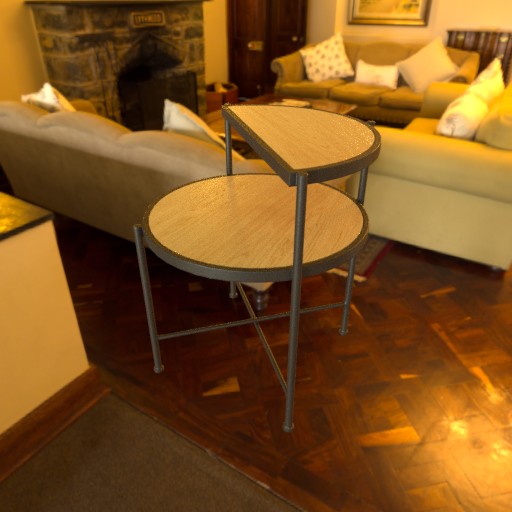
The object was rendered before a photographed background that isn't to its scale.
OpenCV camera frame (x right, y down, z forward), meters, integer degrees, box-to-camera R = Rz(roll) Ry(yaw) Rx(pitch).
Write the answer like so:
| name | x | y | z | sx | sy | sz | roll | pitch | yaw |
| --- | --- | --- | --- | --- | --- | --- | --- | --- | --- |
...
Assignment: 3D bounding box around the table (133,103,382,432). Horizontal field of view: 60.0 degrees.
| name | x | y | z | sx | sy | sz | roll | pitch | yaw |
| --- | --- | --- | --- | --- | --- | --- | --- | --- | --- |
| table | 0.000 | 0.000 | 1.213 | 0.628 | 0.684 | 0.629 | -8 | 32 | -14 |
